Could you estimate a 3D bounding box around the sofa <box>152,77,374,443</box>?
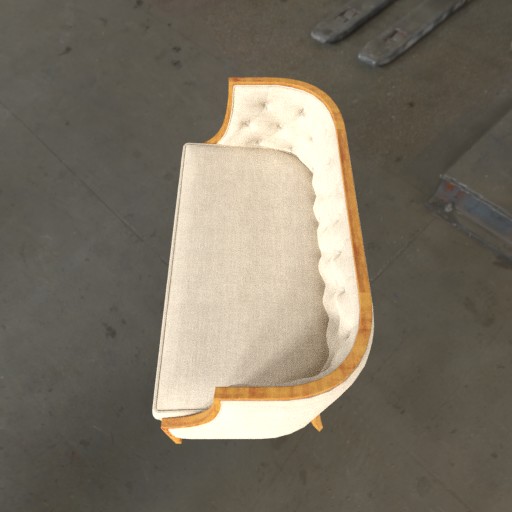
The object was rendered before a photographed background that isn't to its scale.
[{"bbox_3d":[0.000,0.000,1.975,0.770,0.775,1.474,0,58,0],"label":"sofa"}]
